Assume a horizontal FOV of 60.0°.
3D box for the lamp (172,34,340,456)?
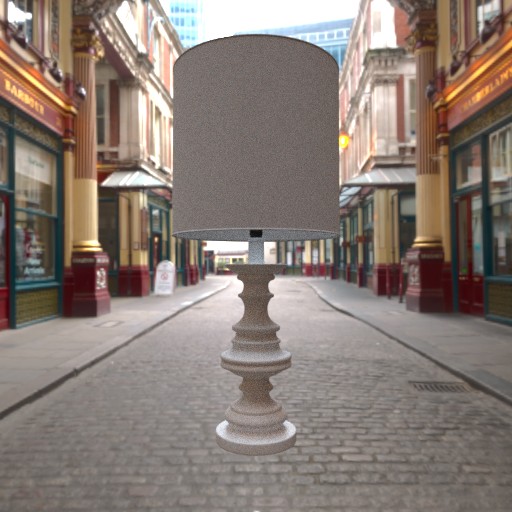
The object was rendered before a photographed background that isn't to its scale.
[{"bbox_3d":[0.000,0.000,0.557,0.208,0.455,0.208,0,-2,-1],"label":"lamp"}]
